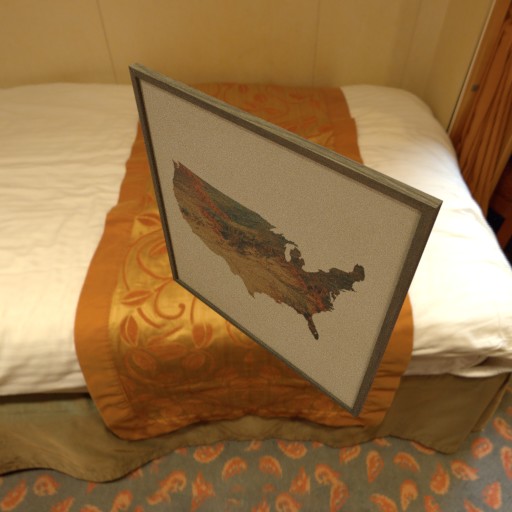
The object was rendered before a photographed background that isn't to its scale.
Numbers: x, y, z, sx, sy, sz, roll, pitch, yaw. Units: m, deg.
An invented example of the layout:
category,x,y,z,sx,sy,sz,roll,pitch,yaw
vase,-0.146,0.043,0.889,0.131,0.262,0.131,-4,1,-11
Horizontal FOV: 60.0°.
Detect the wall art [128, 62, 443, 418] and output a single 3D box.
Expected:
category,x,y,z,sx,sy,sz,roll,pitch,yaw
wall art,0.000,0.000,0.754,0.508,0.507,0.016,33,55,27
